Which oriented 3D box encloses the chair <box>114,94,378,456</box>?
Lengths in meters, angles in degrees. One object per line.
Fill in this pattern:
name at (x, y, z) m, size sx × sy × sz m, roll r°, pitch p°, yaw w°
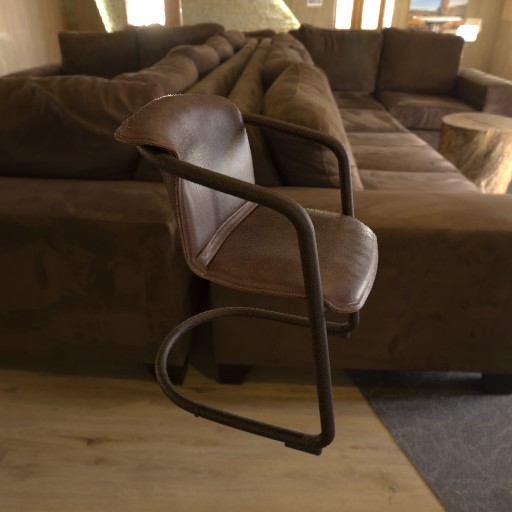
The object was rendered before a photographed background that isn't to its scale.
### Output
chair at (0.000, 0.000, 1.257) m, size 0.664 × 0.836 × 0.536 m, roll 9°, pitch 30°, yaw 16°
